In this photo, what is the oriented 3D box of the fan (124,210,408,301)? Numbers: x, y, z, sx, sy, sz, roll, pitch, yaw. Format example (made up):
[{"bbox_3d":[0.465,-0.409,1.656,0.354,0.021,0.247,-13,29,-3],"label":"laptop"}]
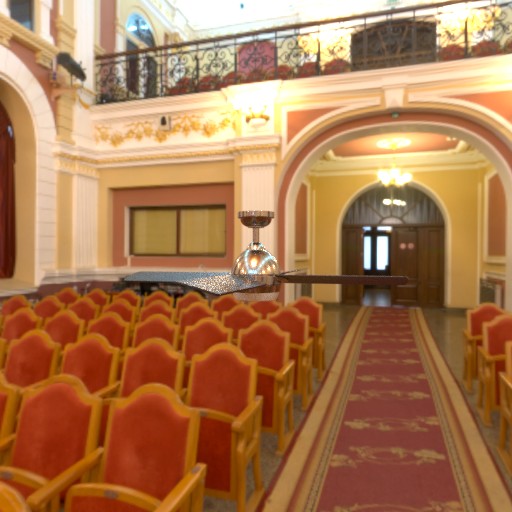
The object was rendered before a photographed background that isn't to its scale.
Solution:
[{"bbox_3d":[0.000,0.000,2.047,1.332,0.403,1.332,0,0,17],"label":"fan"}]
